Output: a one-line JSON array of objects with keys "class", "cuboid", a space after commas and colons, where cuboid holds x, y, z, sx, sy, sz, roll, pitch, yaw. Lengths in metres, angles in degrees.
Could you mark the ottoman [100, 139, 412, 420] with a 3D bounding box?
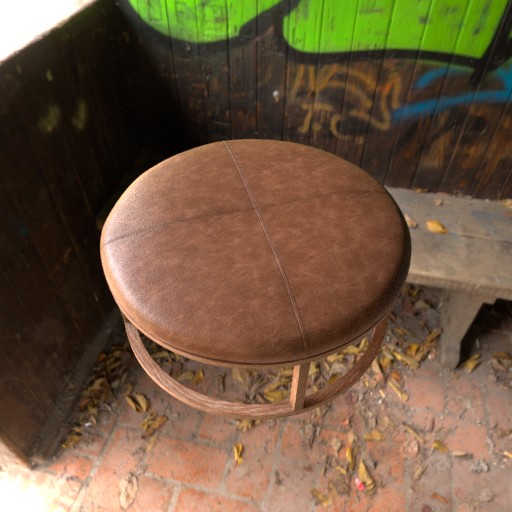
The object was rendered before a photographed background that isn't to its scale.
[{"class": "ottoman", "cuboid": [0.000, 0.000, 1.570, 1.006, 0.445, 1.006, 0, 46, 0]}]
